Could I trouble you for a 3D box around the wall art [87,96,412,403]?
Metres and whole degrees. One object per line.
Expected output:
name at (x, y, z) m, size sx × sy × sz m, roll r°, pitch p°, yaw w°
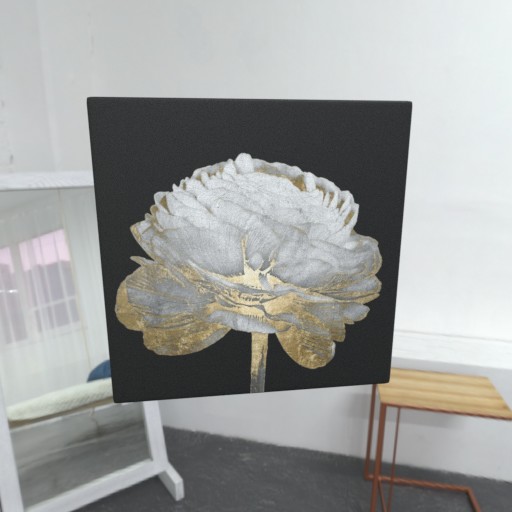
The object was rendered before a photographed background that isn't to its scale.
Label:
wall art at (0.000, 0.000, 0.916) m, size 0.610 × 0.611 × 0.043 m, roll -2°, pitch 14°, yaw -8°
